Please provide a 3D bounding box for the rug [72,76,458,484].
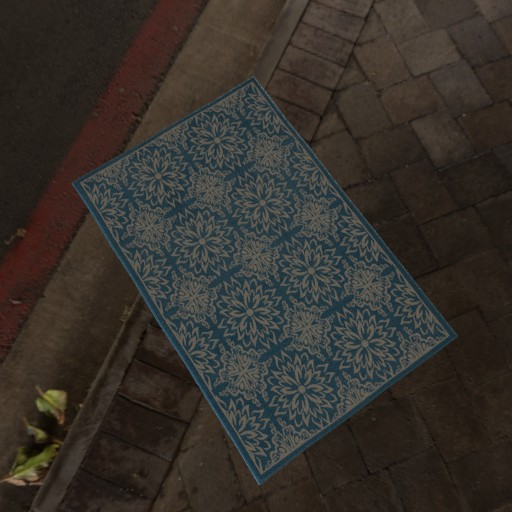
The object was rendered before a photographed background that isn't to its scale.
[{"bbox_3d":[0.000,0.000,2.335,1.211,0.012,1.833,-33,78,-8],"label":"rug"}]
